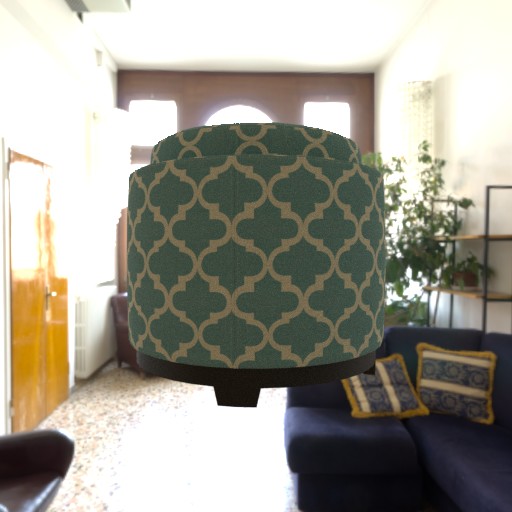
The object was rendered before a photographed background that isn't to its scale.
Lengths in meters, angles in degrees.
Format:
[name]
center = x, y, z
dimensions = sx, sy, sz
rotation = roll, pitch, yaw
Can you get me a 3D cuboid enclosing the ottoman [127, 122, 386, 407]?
[ottoman]
center = 0.000, 0.000, 0.855
dimensions = 0.480, 0.429, 0.480
rotation = 0, 1, 0
